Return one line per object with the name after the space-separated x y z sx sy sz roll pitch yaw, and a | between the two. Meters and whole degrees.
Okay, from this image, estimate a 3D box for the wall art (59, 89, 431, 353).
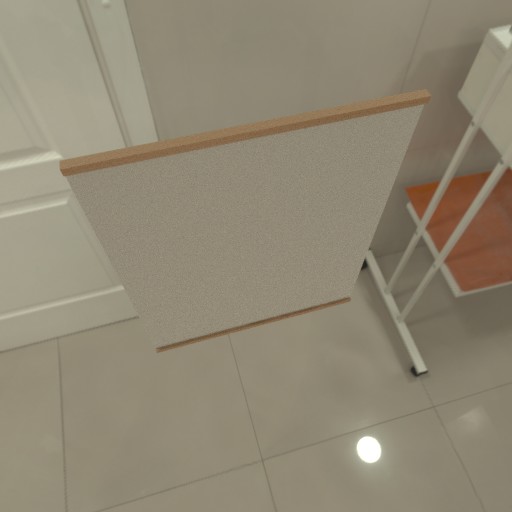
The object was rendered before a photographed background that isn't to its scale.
0.000 0.000 0.683 0.405 0.508 0.012 -14 58 -9 | wall art
